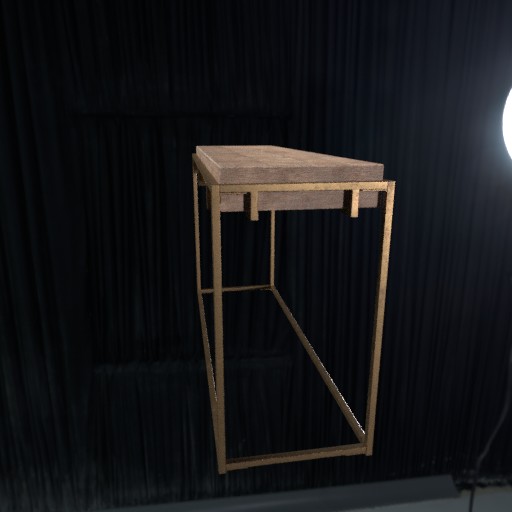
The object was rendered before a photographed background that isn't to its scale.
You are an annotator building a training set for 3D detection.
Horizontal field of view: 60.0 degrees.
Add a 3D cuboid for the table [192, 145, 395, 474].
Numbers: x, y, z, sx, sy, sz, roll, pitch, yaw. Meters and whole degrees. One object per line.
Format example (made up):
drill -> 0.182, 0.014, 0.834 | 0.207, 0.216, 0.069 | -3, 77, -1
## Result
table -> 0.000, 0.000, 1.792 | 0.440, 0.820, 1.400 | -3, 16, -9
